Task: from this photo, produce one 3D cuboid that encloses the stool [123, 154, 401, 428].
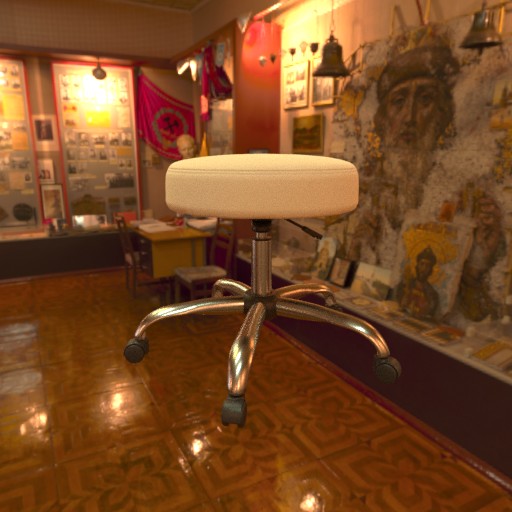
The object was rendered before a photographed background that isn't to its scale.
[{"bbox_3d":[0.000,0.000,1.073,0.634,0.482,0.614,-6,14,-25],"label":"stool"}]
